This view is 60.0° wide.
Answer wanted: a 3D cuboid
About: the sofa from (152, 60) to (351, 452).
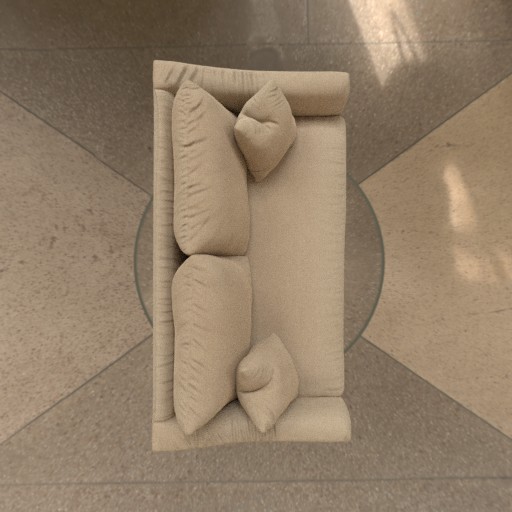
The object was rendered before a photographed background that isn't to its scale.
[{"bbox_3d":[0.000,0.000,2.587,1.072,1.018,2.010,0,89,0],"label":"sofa"}]
